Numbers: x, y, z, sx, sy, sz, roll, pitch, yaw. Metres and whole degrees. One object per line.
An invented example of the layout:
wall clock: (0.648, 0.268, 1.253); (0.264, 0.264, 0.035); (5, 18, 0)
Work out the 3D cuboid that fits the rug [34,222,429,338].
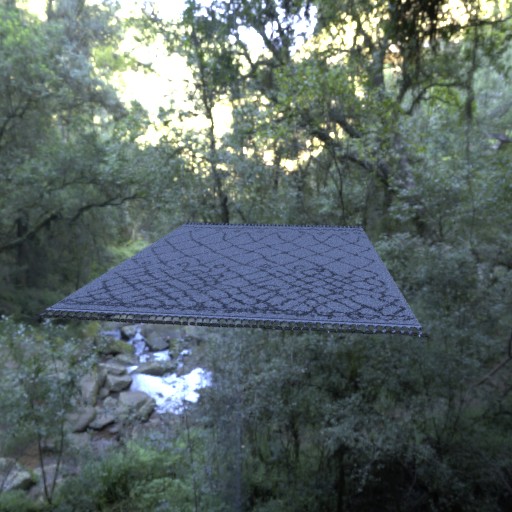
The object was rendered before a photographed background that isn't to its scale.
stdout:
rug: (0.000, 0.000, 2.888); (1.613, 0.017, 2.312); (2, 14, 7)
